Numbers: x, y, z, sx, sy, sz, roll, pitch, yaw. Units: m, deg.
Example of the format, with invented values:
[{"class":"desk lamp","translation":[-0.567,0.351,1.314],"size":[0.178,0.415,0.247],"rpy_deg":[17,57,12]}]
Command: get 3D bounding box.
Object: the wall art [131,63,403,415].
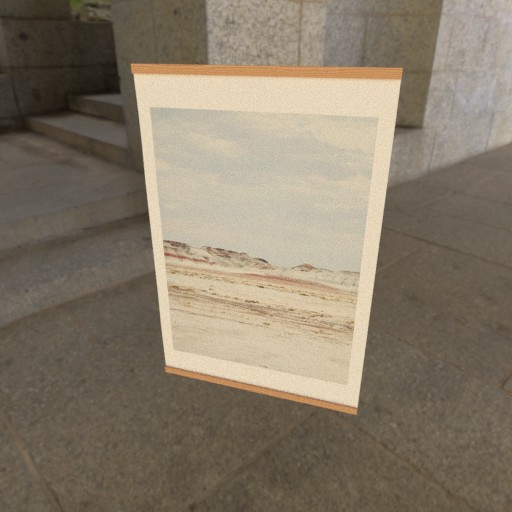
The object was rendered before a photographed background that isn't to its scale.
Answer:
[{"class":"wall art","translation":[0.000,0.000,1.925],"size":[1.011,1.521,0.025],"rpy_deg":[8,27,16]}]
